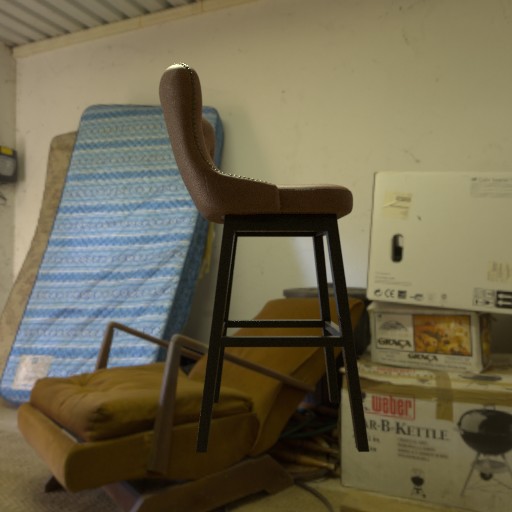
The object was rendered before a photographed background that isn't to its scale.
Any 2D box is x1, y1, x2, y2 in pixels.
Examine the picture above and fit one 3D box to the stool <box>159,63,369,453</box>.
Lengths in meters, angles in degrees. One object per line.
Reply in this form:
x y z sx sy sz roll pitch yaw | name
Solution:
0.000 0.000 1.405 0.601 1.050 0.528 0 -1 -1 | stool
